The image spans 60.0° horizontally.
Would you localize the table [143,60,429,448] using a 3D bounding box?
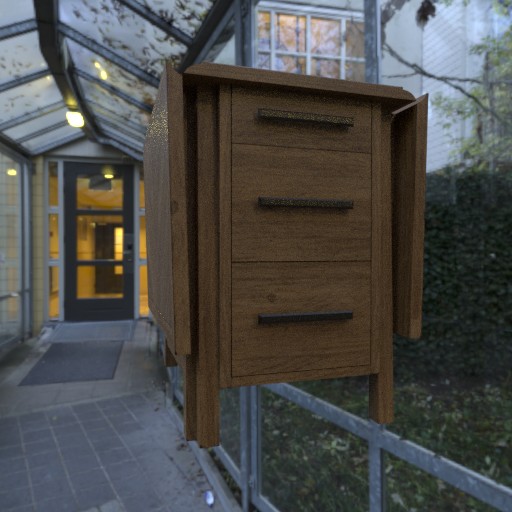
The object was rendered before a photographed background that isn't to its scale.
[{"bbox_3d":[0.000,0.000,1.282,0.591,0.763,0.746,0,1,-17],"label":"table"}]
